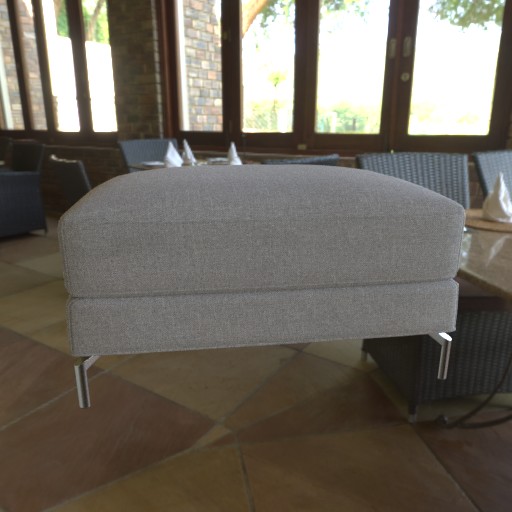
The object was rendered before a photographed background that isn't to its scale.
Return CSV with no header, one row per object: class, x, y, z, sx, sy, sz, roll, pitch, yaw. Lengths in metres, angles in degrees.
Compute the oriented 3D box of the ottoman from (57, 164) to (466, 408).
ottoman,0.000,0.000,1.158,0.838,0.457,0.584,-2,17,-8
